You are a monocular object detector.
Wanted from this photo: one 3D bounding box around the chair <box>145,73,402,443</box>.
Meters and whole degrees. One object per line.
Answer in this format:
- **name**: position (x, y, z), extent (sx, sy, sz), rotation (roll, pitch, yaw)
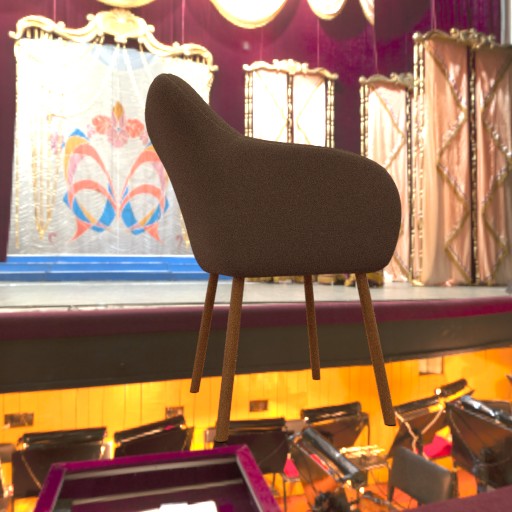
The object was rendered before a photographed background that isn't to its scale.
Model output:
- **chair**: position (0.000, 0.000, 1.218), extent (0.590, 0.830, 0.570), rotation (0, 0, -17)
